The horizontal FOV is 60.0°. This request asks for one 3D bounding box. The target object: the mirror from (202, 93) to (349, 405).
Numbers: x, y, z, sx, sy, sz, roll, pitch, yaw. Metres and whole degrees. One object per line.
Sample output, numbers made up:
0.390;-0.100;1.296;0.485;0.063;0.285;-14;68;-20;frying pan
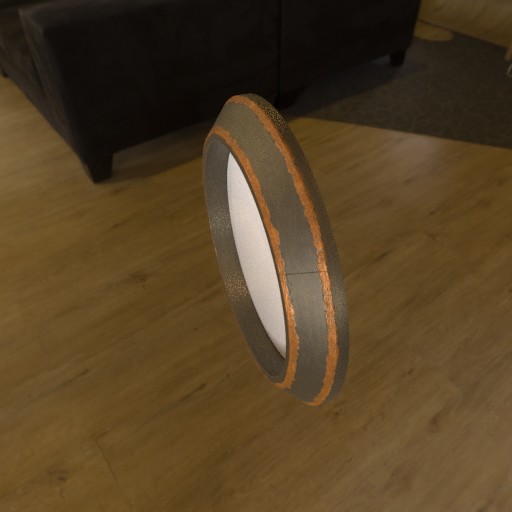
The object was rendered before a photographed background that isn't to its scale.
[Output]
0.000;0.000;1.326;0.111;0.907;0.907;-15;47;-15;mirror
